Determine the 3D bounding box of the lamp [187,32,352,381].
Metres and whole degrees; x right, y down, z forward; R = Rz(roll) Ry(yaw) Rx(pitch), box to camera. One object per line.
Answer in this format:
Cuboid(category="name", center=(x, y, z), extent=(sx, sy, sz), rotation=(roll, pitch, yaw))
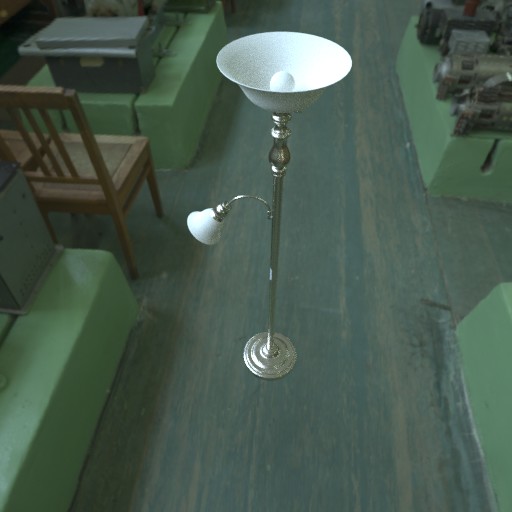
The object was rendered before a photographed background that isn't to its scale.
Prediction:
Cuboid(category="lamp", center=(0.000, 0.000, 2.000), extent=(0.575, 1.785, 0.405), rotation=(3, 48, 3))
